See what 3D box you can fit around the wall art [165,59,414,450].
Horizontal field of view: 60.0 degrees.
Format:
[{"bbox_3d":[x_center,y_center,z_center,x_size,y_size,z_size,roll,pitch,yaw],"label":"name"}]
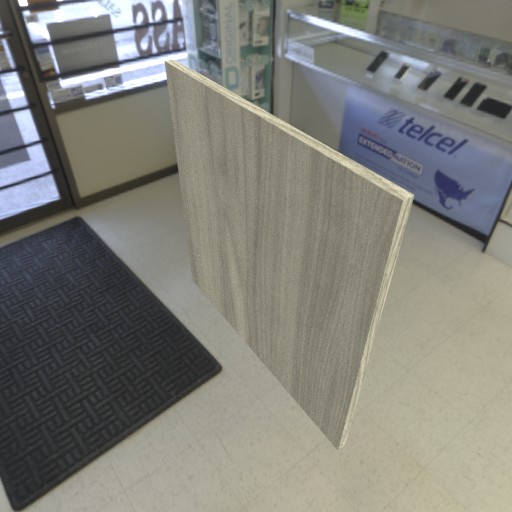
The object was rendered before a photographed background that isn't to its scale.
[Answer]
[{"bbox_3d":[0.000,0.000,0.747,0.016,0.507,0.508,-25,47,-26],"label":"wall art"}]
